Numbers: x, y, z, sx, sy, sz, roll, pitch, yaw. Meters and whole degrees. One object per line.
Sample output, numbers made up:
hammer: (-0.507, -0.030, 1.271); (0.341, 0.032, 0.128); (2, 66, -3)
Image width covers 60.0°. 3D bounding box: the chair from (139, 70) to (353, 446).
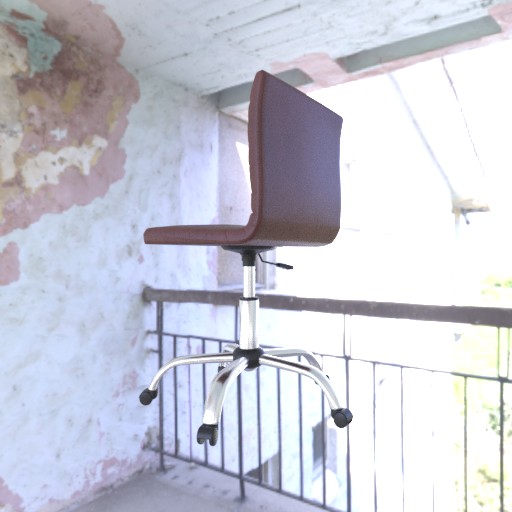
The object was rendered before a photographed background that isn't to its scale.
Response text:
chair: (0.000, 0.000, 1.160); (0.530, 0.780, 0.556); (0, 0, 36)
